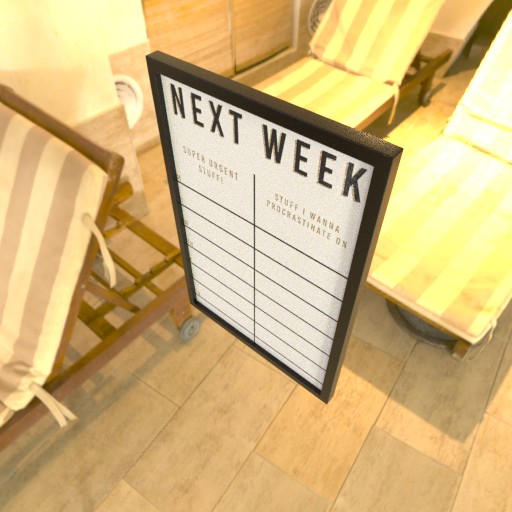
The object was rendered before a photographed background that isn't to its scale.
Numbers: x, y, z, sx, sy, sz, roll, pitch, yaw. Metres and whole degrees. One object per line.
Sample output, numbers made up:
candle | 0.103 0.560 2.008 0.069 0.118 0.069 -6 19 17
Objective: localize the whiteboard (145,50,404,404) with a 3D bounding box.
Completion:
whiteboard | 0.000 0.000 0.794 0.406 0.611 0.026 32 55 26
